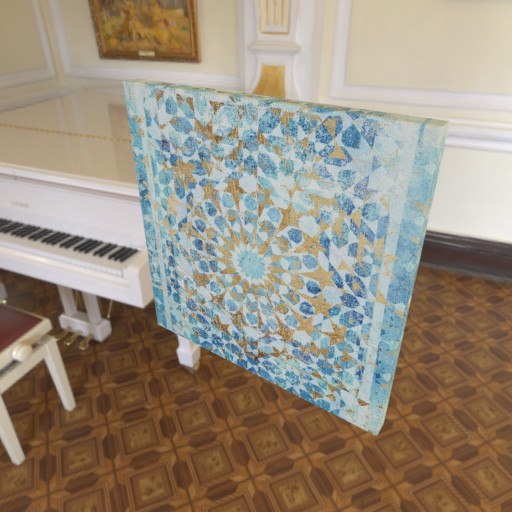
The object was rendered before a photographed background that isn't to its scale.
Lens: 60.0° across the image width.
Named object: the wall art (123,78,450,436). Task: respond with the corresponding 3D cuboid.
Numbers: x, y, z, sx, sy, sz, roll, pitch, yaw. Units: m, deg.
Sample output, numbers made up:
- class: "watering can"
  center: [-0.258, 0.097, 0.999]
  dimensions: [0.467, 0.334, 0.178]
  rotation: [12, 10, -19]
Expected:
- class: "wall art"
  center: [0.000, 0.000, 0.886]
  dimensions: [0.609, 0.609, 0.040]
  rotation: [20, 36, 29]
